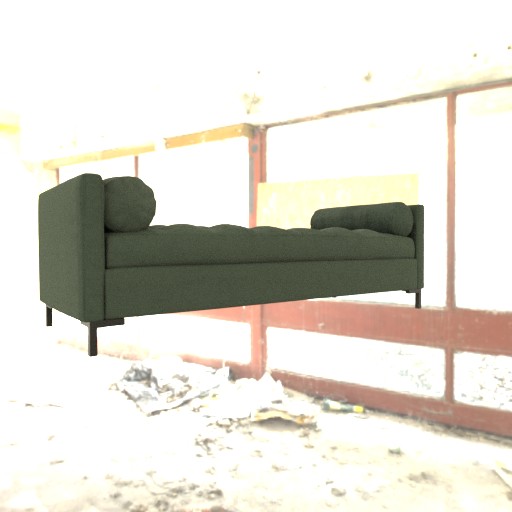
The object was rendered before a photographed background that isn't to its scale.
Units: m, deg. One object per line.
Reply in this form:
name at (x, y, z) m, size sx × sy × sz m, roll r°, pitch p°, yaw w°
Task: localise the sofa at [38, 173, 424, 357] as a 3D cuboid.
sofa at (0.000, 0.000, 2.496) m, size 2.130 × 0.681 × 0.817 m, roll -1°, pitch 2°, yaw -36°
